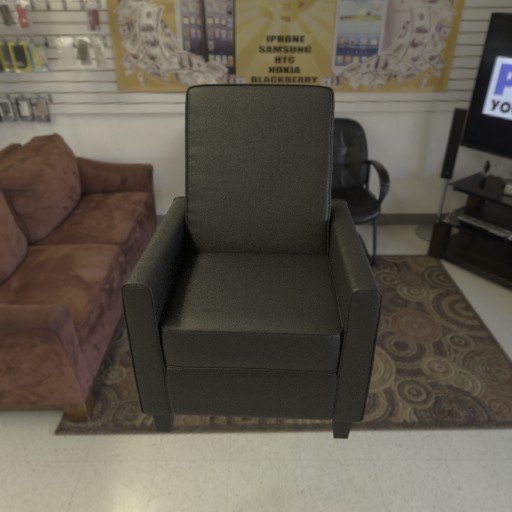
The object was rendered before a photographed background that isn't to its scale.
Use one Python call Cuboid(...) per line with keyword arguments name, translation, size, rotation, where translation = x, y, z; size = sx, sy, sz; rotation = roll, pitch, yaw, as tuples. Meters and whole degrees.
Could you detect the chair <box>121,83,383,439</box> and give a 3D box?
Cuboid(name="chair", translation=(0.000, 0.000, 1.511), size=(0.705, 1.013, 0.746), rotation=(1, 30, 2))
